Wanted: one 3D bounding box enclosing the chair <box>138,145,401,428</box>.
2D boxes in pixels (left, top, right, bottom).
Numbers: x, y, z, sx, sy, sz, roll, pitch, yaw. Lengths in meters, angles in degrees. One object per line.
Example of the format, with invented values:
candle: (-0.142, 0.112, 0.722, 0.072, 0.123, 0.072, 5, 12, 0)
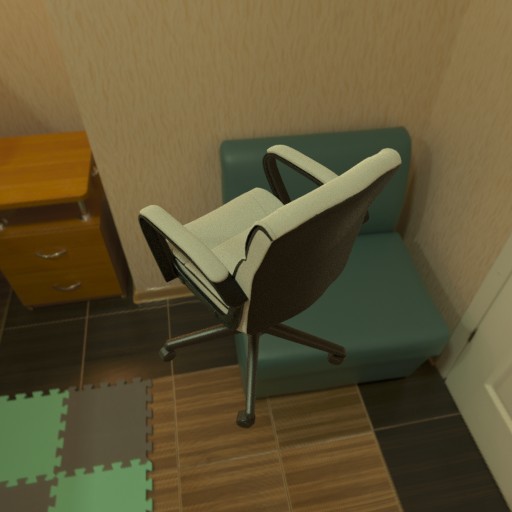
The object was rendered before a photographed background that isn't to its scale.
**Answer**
chair: (0.000, 0.000, 1.518, 0.739, 1.004, 0.717, -31, 54, -26)
